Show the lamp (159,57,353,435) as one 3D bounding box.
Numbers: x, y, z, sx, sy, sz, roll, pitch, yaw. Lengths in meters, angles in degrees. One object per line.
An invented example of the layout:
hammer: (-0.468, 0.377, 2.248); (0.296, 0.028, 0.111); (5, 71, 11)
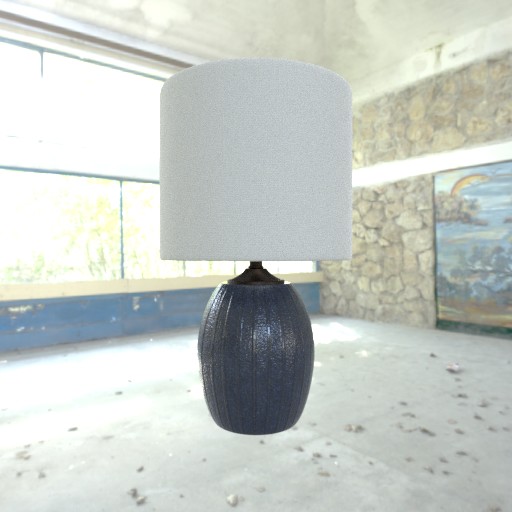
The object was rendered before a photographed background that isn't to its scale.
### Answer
lamp: (0.000, 0.000, 0.774); (0.329, 0.570, 0.329); (0, 0, -35)
